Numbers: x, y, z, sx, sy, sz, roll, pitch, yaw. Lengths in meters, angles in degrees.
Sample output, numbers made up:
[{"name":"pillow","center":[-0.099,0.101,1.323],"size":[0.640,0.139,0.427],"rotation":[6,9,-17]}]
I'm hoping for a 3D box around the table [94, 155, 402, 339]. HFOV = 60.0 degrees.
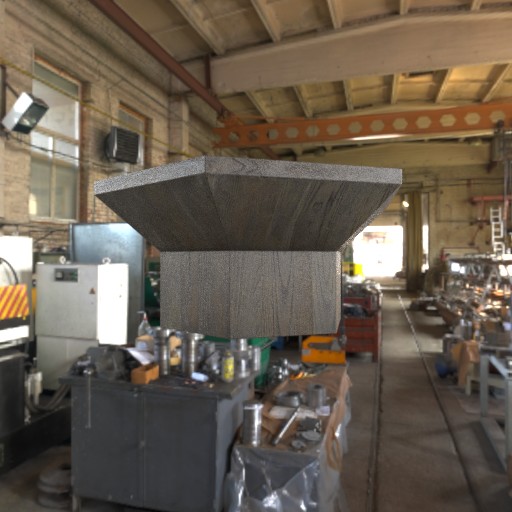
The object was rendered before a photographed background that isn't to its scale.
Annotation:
[{"name":"table","center":[0.000,0.000,1.621],"size":[1.115,0.488,0.966],"rotation":[0,0,-17]}]
